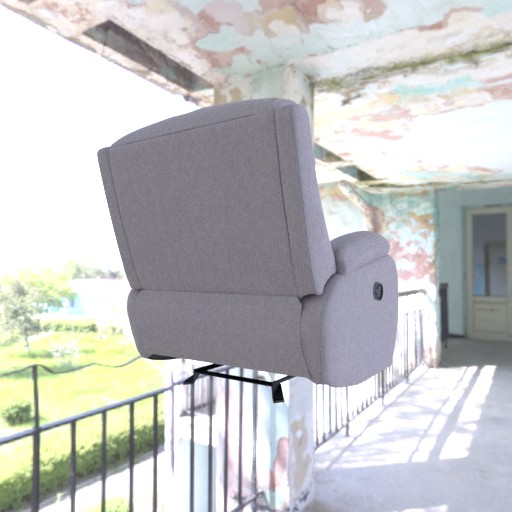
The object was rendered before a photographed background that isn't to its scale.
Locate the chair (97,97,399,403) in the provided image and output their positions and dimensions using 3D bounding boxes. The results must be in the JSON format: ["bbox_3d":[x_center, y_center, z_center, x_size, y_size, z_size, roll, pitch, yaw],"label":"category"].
[{"bbox_3d":[0.000,0.000,1.796,0.930,1.011,0.899,-1,-2,34],"label":"chair"}]
